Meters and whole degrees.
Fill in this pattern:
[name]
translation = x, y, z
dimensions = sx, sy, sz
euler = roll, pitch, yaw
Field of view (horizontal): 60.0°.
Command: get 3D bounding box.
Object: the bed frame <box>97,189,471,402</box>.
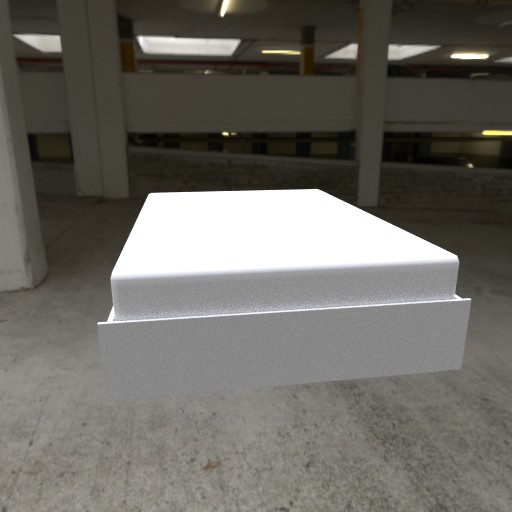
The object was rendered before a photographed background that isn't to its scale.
[bed frame]
translation = 0.000, 0.000, 2.614
dimensions = 1.445, 0.497, 1.945
euler = -3, 17, -9
